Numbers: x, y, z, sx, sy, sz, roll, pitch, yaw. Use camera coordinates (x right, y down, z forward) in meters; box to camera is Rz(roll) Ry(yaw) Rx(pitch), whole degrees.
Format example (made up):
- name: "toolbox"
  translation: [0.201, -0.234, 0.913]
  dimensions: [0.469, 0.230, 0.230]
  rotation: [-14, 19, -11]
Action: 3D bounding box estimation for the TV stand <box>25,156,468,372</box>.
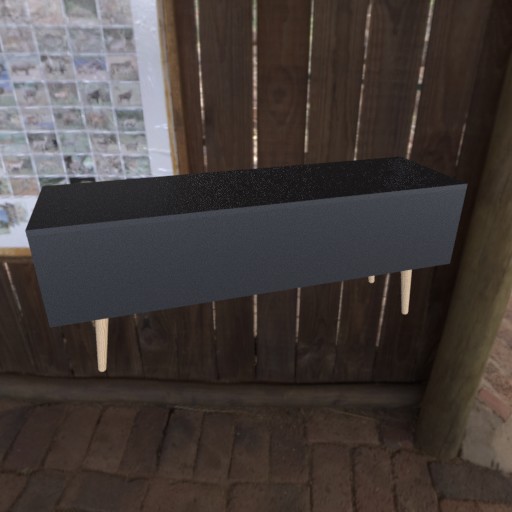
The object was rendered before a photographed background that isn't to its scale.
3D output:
- name: "TV stand"
  translation: [0.000, 0.000, 1.545]
  dimensions: [1.312, 0.518, 0.390]
  rotation: [-8, 28, -15]
